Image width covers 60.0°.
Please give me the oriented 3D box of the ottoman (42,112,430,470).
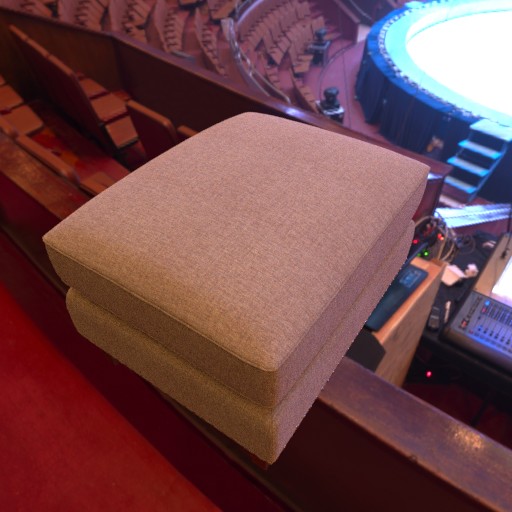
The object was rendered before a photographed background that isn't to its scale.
[{"bbox_3d":[0.000,0.000,1.117,0.584,0.513,0.741,25,47,25],"label":"ottoman"}]
